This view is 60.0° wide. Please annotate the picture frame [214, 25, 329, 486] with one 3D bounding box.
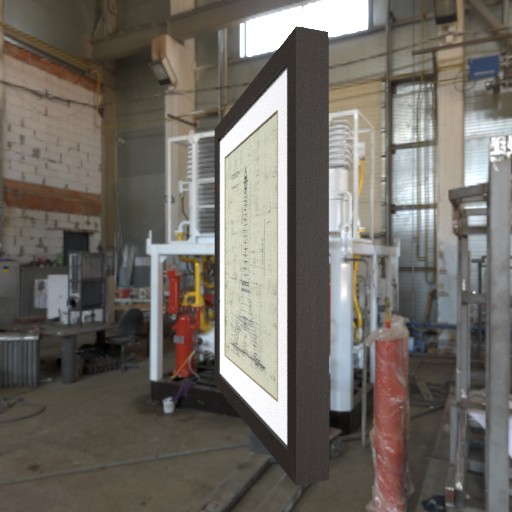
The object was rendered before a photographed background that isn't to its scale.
[{"bbox_3d":[0.000,0.000,0.757,0.044,0.555,0.452,0,0,-18],"label":"picture frame"}]
